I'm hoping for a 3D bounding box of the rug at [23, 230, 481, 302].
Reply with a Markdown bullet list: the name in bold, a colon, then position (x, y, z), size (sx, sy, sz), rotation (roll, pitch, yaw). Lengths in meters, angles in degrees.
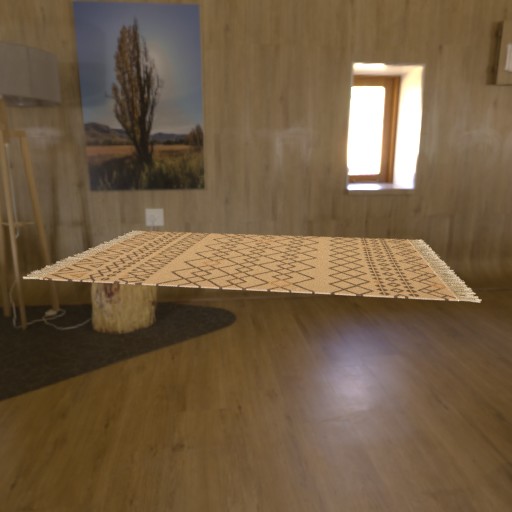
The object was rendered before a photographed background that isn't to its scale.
- **rug**: position (0.000, 0.000, 2.485), size (2.023, 0.028, 1.224), rotation (2, 14, 9)
